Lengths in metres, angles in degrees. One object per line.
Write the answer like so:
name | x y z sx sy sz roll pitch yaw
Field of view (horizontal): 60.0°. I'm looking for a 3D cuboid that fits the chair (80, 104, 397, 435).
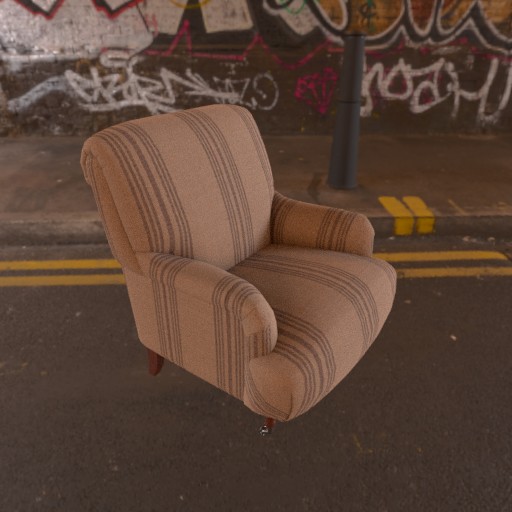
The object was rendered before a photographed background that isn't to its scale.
chair | 0.000 0.000 1.598 0.914 0.940 0.813 19 33 31
